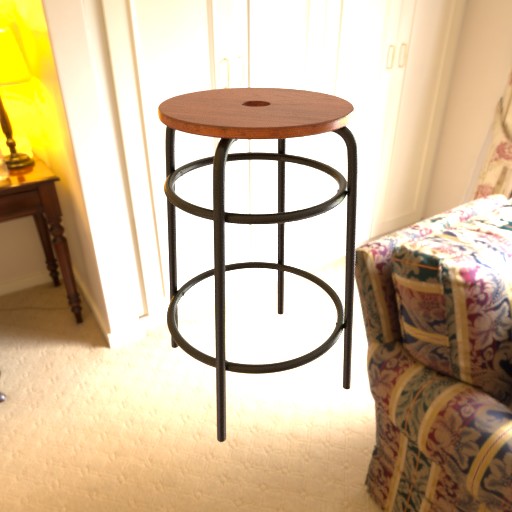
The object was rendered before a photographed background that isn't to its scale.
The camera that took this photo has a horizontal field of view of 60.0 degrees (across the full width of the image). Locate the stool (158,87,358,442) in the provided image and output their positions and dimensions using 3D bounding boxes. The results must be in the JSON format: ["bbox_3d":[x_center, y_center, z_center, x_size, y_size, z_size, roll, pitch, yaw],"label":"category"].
[{"bbox_3d":[0.000,0.000,0.920,0.455,0.610,0.455,10,31,16],"label":"stool"}]
